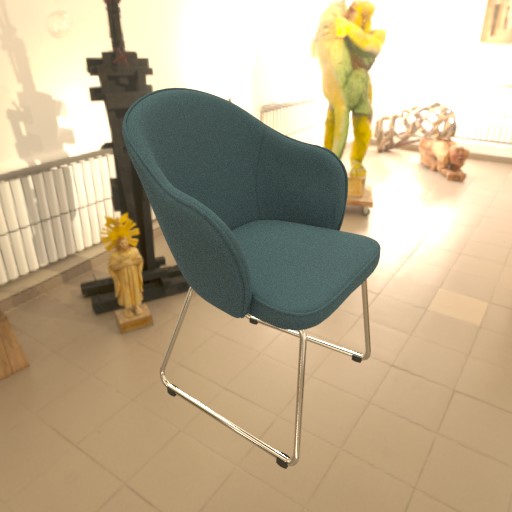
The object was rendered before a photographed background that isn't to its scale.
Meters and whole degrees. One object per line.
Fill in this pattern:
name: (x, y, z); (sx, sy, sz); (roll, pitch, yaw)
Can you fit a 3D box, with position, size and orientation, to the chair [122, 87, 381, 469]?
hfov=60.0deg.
chair: (0.000, 0.000, 1.198); (0.585, 0.815, 0.570); (17, 32, 30)
